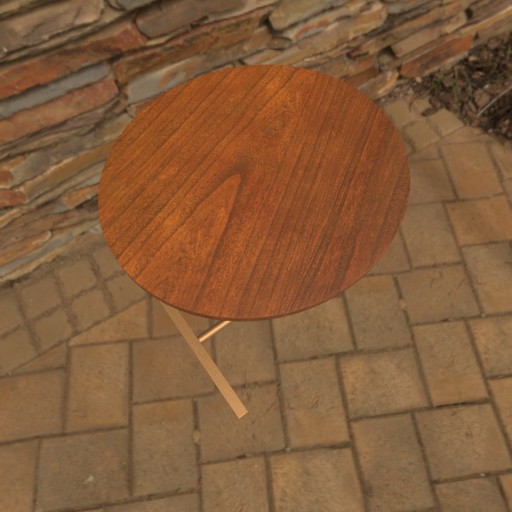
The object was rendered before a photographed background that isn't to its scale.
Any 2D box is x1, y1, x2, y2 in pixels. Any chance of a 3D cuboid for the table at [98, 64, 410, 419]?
[{"bbox_3d":[0.000,0.000,1.124,0.577,0.706,0.530,-34,69,-15],"label":"table"}]
